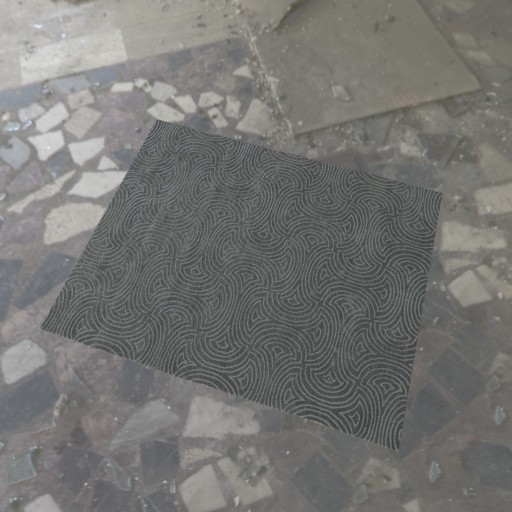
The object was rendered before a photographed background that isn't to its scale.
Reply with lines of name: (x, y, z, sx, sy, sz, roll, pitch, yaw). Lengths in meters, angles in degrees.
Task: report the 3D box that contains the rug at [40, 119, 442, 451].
rug: (0.000, 0.000, 4.039, 3.042, 0.021, 2.456, 16, 65, 8)
